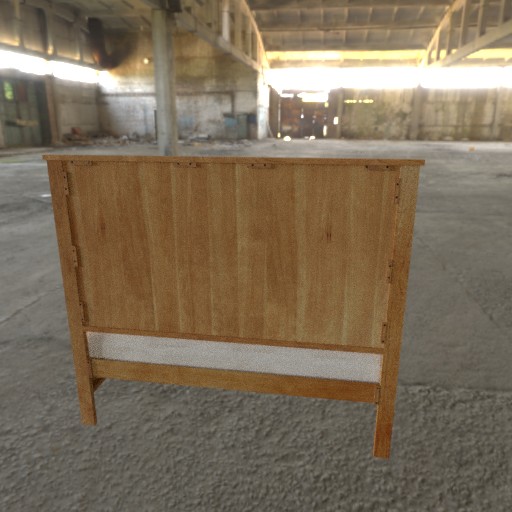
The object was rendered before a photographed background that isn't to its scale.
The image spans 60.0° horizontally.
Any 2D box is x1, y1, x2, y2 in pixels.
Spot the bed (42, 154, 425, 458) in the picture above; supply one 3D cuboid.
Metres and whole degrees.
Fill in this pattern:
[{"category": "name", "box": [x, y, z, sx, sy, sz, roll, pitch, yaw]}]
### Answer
[{"category": "bed", "box": [0.000, 0.000, 3.479, 1.936, 1.686, 2.201, 3, 17, 9]}]
